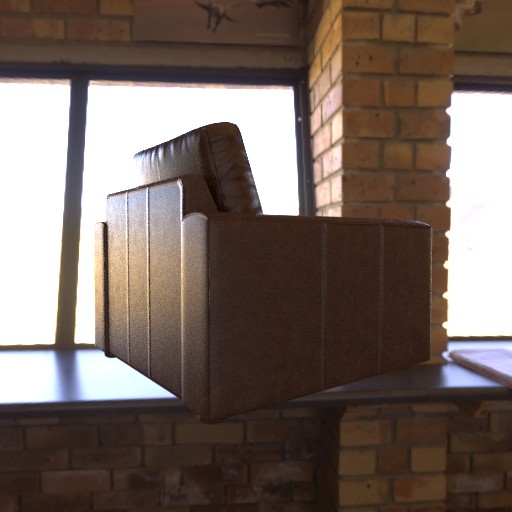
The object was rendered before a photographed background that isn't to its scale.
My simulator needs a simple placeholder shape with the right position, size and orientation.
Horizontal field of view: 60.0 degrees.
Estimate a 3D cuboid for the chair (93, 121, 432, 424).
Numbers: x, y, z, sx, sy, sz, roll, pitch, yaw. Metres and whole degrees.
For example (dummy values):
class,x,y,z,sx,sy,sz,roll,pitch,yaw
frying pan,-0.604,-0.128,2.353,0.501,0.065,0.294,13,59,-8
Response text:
class,x,y,z,sx,sy,sz,roll,pitch,yaw
chair,0.000,0.000,1.804,1.016,0.873,1.005,-2,3,-36
